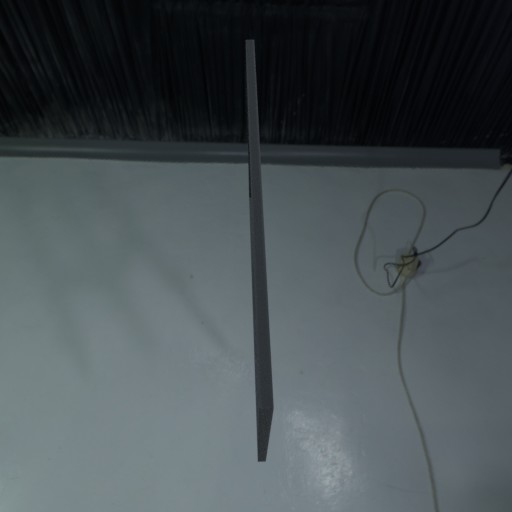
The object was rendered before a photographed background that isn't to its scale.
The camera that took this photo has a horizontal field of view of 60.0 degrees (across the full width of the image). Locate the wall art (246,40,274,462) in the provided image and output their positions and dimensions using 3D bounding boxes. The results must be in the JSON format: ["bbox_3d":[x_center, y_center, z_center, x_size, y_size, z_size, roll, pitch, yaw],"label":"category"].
[{"bbox_3d":[0.000,0.000,1.226,0.049,0.659,0.964,0,59,0],"label":"wall art"}]
